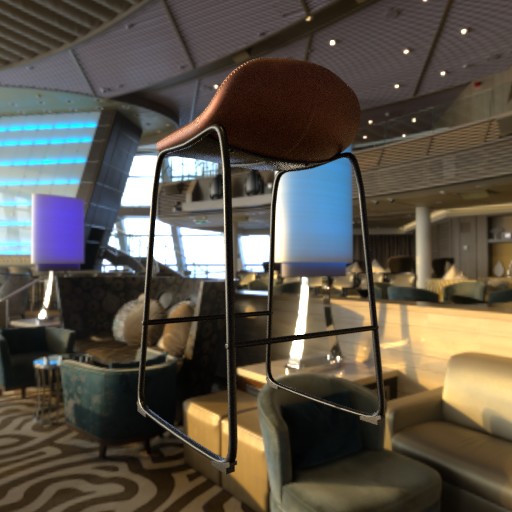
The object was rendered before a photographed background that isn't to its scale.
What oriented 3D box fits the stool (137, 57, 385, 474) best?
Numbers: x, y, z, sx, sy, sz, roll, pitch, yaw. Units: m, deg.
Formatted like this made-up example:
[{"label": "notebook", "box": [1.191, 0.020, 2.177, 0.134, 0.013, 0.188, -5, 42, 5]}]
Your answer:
[{"label": "stool", "box": [0.000, 0.000, 1.143, 0.454, 0.830, 0.473, 1, -1, -36]}]
